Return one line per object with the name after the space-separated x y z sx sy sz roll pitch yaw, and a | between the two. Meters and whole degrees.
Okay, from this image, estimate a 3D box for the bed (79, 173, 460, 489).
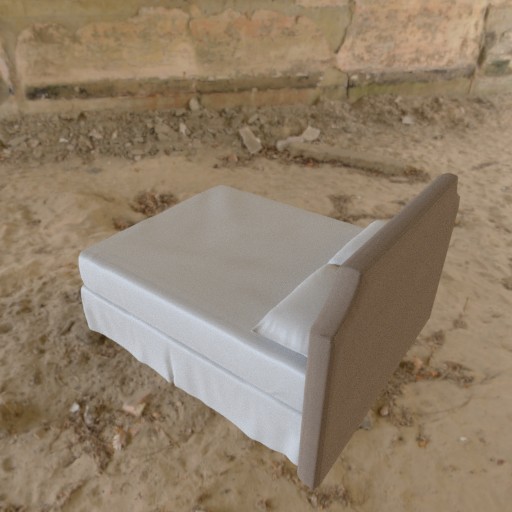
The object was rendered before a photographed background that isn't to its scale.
0.000 0.000 3.181 2.164 1.303 1.828 22 38 31 | bed
